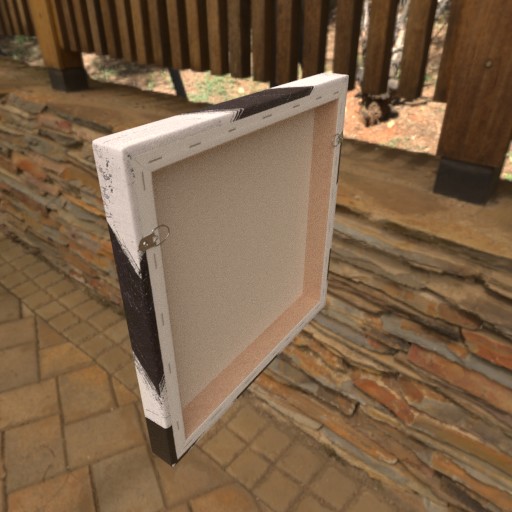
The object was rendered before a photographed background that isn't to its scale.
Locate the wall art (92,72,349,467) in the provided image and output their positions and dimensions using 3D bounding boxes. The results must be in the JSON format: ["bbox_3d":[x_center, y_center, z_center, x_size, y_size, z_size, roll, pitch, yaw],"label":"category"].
[{"bbox_3d":[0.000,0.000,0.742,0.050,0.508,0.507,20,37,30],"label":"wall art"}]
